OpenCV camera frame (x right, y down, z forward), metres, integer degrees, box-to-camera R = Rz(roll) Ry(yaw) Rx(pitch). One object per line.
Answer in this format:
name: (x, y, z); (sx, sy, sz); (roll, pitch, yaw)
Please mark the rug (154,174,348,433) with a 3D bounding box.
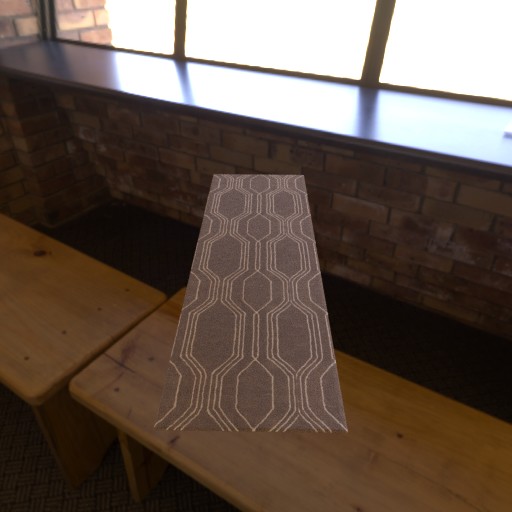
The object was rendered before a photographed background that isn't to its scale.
rug: (0.000, 0.000, 2.780); (0.773, 0.012, 2.464); (1, 34, 1)
